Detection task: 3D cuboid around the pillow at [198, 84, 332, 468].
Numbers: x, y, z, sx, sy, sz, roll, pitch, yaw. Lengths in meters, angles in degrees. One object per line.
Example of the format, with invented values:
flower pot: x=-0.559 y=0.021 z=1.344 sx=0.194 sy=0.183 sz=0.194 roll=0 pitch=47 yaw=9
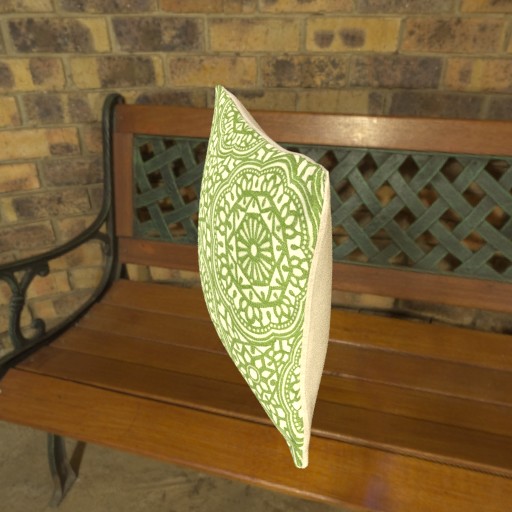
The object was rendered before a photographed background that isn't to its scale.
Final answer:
pillow: x=0.000 y=0.000 z=0.665 sx=0.162 sy=0.419 sz=0.440 roll=-9 pitch=32 yaw=-14
